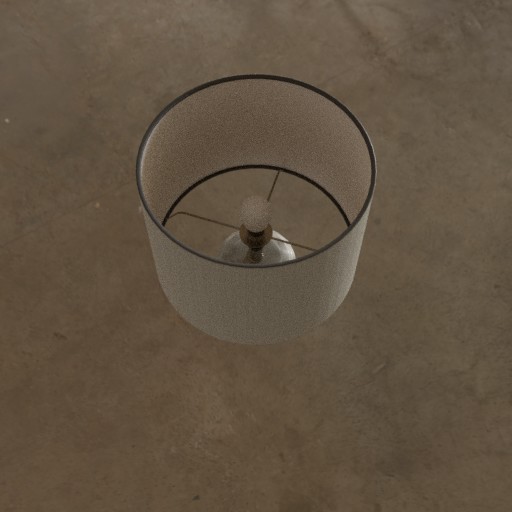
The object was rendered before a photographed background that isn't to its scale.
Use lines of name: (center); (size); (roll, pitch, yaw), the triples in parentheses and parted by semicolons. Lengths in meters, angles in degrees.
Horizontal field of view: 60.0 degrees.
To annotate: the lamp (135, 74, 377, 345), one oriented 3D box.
lamp: (0.000, 0.000, 0.866); (0.376, 0.594, 0.376); (0, 64, 0)
